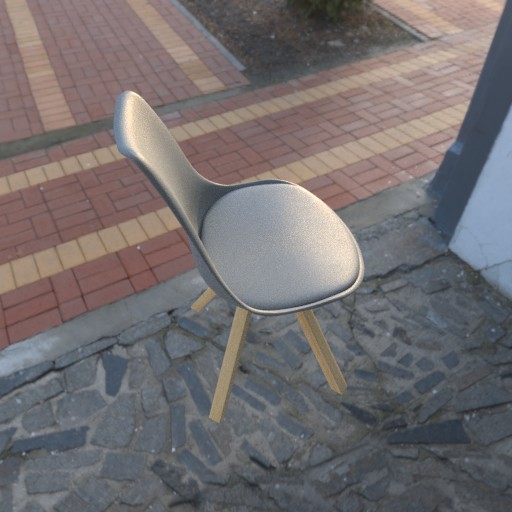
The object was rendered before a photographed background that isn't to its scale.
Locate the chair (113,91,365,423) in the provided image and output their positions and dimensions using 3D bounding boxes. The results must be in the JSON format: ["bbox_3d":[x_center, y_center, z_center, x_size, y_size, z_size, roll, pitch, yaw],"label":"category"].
[{"bbox_3d":[0.000,0.000,1.168,0.549,0.850,0.485,-10,46,-9],"label":"chair"}]
